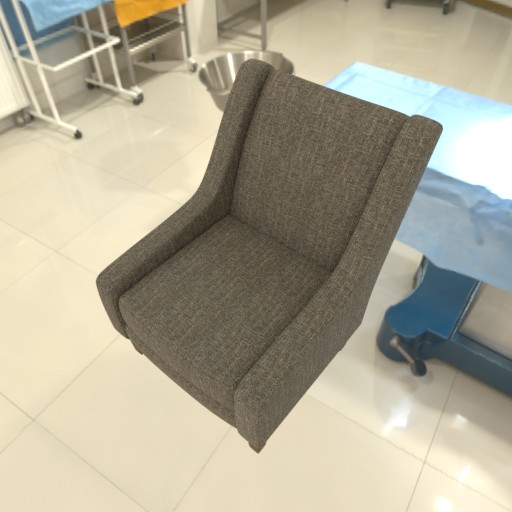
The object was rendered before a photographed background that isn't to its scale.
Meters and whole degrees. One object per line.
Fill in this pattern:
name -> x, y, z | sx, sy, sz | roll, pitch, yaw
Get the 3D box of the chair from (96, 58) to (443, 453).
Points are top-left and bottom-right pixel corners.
chair -> 0.000, 0.000, 1.671 | 0.793, 1.012, 0.944 | 31, 54, 26
